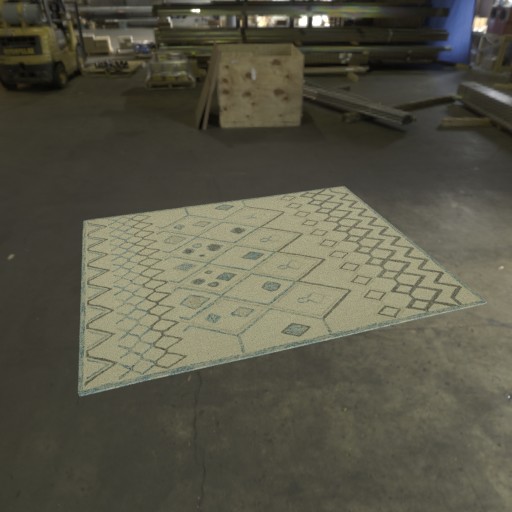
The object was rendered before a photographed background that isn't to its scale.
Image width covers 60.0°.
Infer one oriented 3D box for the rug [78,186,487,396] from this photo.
[{"bbox_3d":[0.000,0.000,4.088,3.056,0.013,2.441,-10,33,-15],"label":"rug"}]
